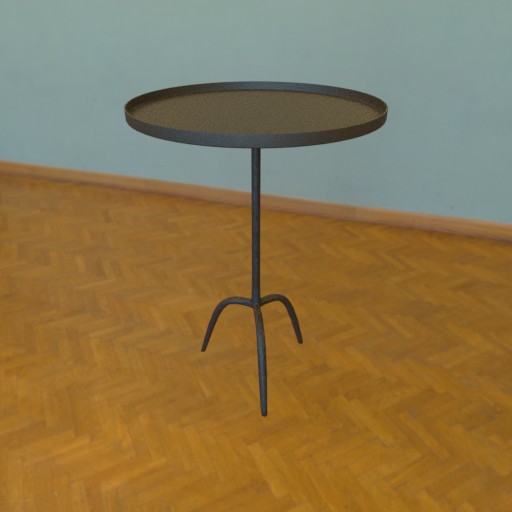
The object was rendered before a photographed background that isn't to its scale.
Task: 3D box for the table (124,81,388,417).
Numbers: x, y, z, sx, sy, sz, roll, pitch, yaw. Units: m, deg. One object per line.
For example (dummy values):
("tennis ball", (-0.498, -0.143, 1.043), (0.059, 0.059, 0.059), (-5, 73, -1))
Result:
("table", (0.000, 0.000, 1.043), (0.502, 0.700, 0.502), (9, 31, 15))
